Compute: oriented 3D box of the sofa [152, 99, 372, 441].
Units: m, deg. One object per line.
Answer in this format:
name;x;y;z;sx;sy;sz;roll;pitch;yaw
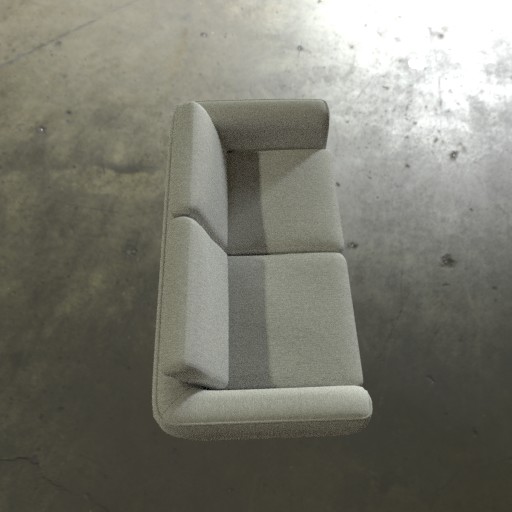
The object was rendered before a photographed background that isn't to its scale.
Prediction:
sofa;0.000;0.000;2.241;0.920;0.850;1.700;-2;63;-1
